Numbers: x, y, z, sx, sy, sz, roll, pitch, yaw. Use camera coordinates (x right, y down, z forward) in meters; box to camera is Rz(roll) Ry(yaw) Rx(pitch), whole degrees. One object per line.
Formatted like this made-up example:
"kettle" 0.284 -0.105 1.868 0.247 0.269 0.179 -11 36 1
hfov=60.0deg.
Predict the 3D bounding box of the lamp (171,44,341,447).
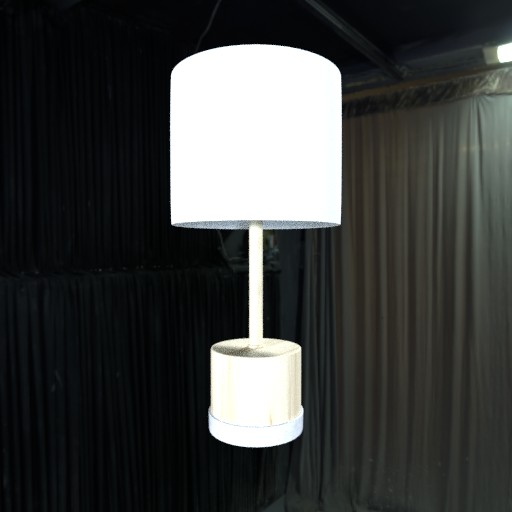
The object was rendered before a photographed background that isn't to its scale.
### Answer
"lamp" 0.000 0.000 0.606 0.229 0.470 0.229 1 1 36
